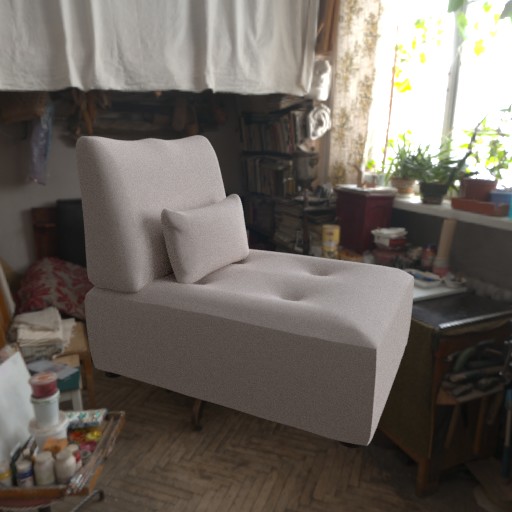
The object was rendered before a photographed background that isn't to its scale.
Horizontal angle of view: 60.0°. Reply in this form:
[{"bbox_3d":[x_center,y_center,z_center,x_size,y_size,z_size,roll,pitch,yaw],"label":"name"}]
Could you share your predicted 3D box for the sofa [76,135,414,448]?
[{"bbox_3d":[0.000,0.000,1.561,1.000,0.820,0.700,7,17,25],"label":"sofa"}]
